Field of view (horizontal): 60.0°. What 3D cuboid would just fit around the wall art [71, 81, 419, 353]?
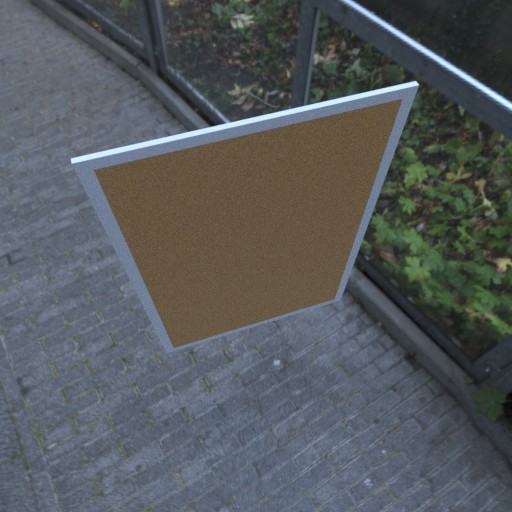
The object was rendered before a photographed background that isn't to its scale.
[{"bbox_3d":[0.000,0.000,1.204,0.659,0.940,0.013,-16,59,-9],"label":"wall art"}]
